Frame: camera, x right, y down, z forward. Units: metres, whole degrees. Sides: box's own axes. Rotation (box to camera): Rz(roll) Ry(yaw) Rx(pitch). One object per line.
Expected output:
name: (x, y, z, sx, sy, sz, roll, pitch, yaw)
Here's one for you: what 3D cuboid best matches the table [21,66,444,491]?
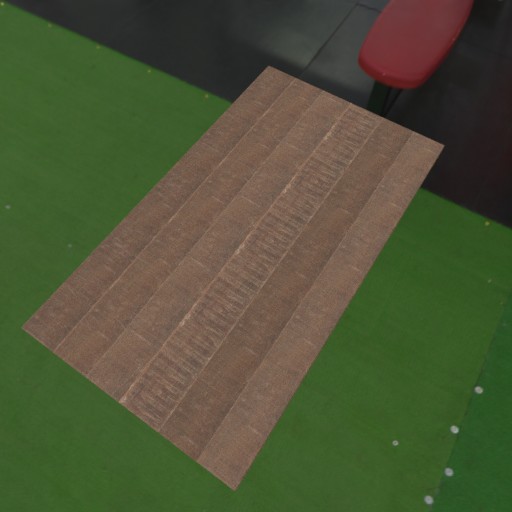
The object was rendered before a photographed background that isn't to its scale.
table: (0.000, 0.000, 1.720, 0.800, 0.440, 1.400, 31, 67, 15)
